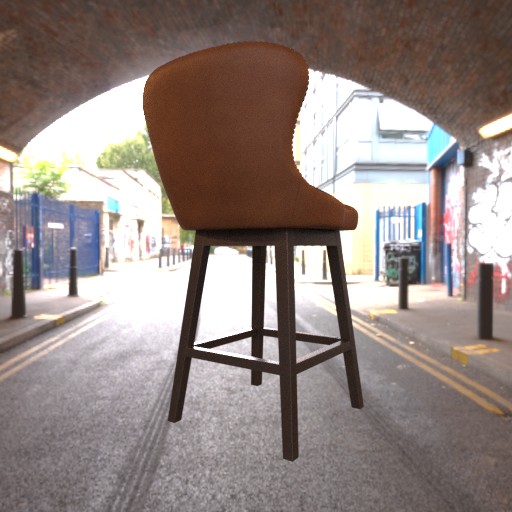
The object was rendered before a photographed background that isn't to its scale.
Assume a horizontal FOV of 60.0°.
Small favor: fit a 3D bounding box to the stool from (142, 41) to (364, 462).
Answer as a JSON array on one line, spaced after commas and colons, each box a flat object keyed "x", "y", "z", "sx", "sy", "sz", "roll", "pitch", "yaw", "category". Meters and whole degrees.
[{"x": 0.000, "y": 0.000, "z": 1.289, "sx": 0.528, "sy": 0.971, "sz": 0.593, "roll": 1, "pitch": 2, "yaw": 35, "category": "stool"}]
